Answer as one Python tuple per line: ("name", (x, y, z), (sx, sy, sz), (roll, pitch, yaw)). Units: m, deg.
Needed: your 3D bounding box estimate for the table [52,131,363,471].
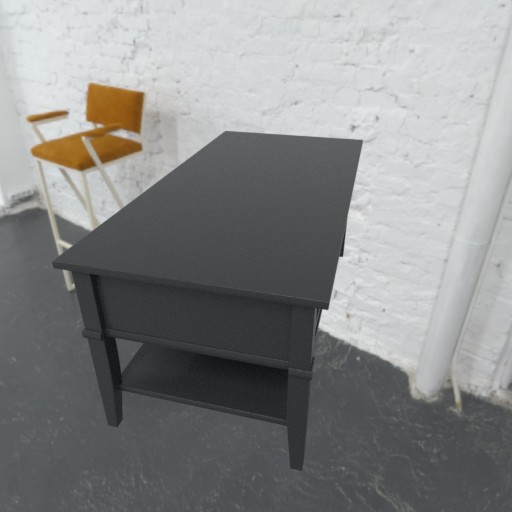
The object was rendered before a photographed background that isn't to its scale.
("table", (0.000, 0.000, 1.333), (0.523, 0.470, 1.044), (7, 30, 13))
